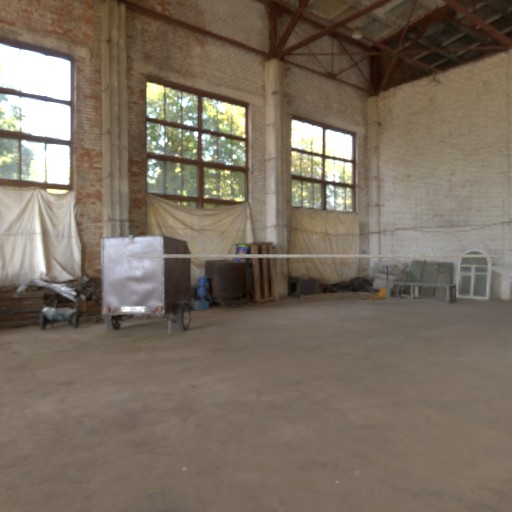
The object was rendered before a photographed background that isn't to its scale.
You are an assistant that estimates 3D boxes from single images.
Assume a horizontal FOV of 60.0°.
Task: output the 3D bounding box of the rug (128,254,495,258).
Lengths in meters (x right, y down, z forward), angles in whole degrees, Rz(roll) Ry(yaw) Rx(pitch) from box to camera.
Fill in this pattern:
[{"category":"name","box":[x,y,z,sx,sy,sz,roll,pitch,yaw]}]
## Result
[{"category":"rug","box":[0.000,0.000,2.978,1.524,0.014,2.438,0,0,-19]}]
